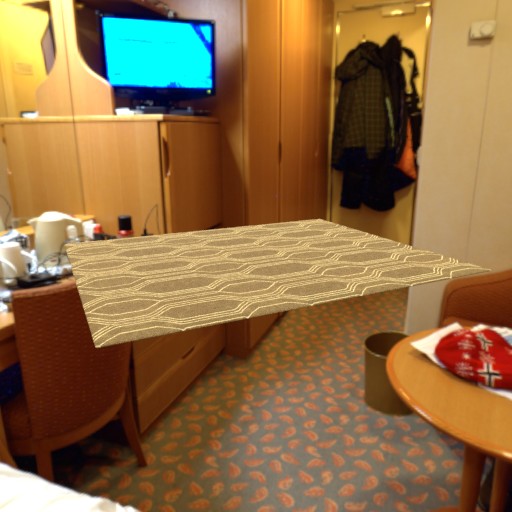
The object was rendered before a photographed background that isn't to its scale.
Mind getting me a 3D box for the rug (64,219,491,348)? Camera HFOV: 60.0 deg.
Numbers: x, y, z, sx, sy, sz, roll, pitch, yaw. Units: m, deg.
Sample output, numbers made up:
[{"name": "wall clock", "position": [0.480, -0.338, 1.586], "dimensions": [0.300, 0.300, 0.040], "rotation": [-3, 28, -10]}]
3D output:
[{"name": "rug", "position": [0.000, 0.000, 4.017], "dimensions": [3.062, 0.012, 2.457], "rotation": [-7, 17, -25]}]
